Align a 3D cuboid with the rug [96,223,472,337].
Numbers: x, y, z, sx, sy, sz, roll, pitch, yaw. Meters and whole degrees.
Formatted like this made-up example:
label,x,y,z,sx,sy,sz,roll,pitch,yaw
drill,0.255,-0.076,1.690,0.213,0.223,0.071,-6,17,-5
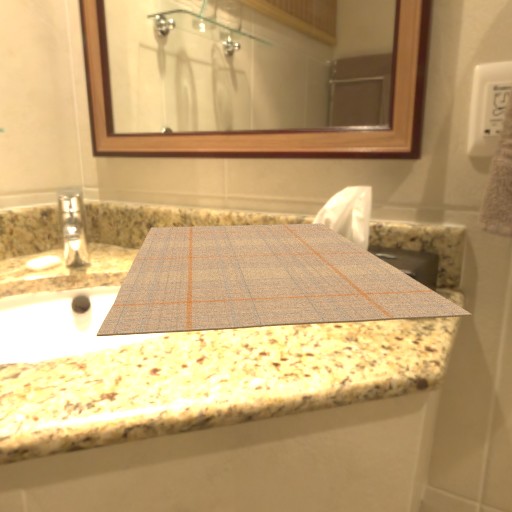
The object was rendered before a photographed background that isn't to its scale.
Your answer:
label,x,y,z,sx,sy,sz,roll,pitch,yaw
rug,0.000,0.000,2.294,1.232,0.015,1.825,-2,14,-8
